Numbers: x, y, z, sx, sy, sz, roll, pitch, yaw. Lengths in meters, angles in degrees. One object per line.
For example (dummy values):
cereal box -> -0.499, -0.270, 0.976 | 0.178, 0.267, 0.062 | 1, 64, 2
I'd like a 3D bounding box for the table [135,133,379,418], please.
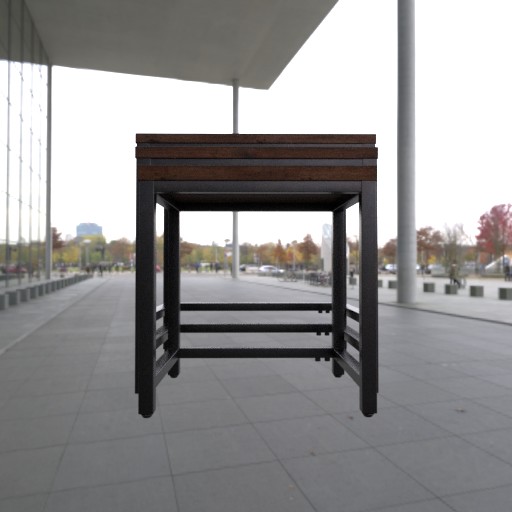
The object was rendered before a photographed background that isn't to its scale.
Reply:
table -> 0.000, 0.000, 1.156 | 0.608, 0.616, 0.660 | 0, -1, -1
